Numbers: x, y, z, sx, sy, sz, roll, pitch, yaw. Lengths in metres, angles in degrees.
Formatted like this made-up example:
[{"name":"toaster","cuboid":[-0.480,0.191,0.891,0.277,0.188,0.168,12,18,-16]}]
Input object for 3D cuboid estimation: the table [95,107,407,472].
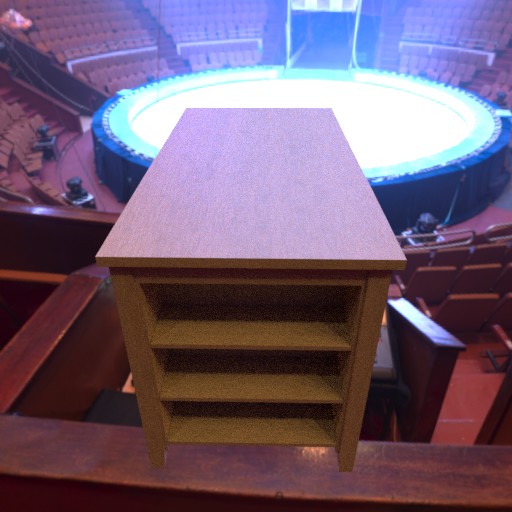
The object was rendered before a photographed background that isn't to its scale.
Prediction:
[{"name":"table","cuboid":[0.000,0.000,1.859,0.729,0.874,1.397,1,32,1]}]
